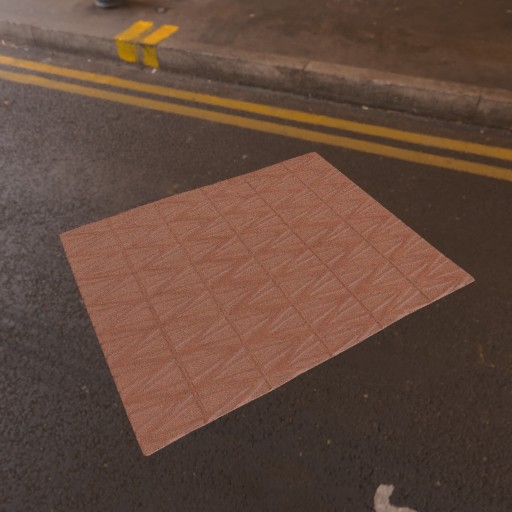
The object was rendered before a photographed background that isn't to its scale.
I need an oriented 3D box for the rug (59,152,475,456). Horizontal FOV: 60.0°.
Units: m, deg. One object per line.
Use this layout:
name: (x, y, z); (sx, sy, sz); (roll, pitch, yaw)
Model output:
rug: (0.000, 0.000, 4.112); (3.052, 0.043, 2.453); (-22, 49, -21)
